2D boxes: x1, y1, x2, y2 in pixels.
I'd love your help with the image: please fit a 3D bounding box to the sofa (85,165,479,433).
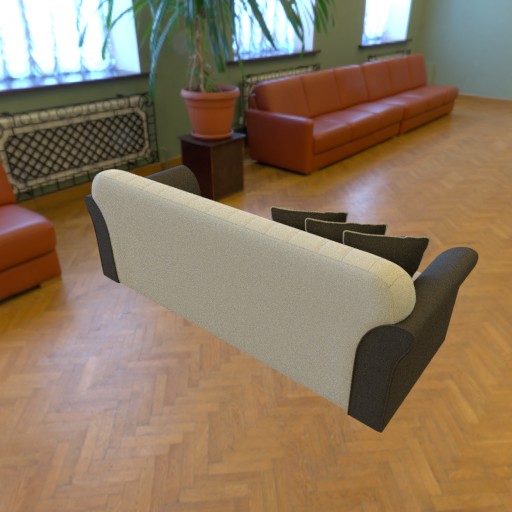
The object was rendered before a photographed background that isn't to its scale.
[{"bbox_3d":[0.000,0.000,2.401,2.001,0.787,0.755,22,36,33],"label":"sofa"}]
